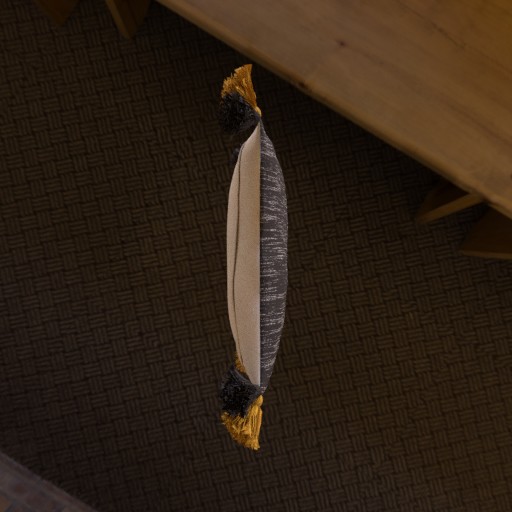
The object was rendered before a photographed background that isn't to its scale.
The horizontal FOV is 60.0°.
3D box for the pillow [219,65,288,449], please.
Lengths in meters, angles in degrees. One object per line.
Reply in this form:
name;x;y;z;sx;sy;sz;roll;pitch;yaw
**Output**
pillow;0.000;0.000;0.989;0.139;0.659;0.654;0;90;-1
